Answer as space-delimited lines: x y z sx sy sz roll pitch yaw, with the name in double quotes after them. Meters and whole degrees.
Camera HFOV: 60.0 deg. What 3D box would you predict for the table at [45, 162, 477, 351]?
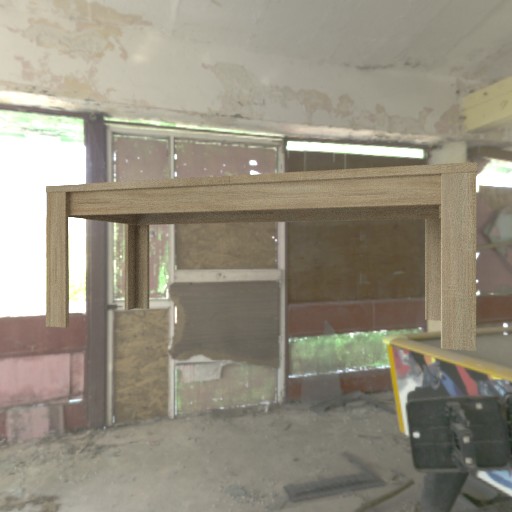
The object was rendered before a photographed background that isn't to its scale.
0.000 0.000 2.600 2.200 0.790 0.900 0 0 17 "table"
